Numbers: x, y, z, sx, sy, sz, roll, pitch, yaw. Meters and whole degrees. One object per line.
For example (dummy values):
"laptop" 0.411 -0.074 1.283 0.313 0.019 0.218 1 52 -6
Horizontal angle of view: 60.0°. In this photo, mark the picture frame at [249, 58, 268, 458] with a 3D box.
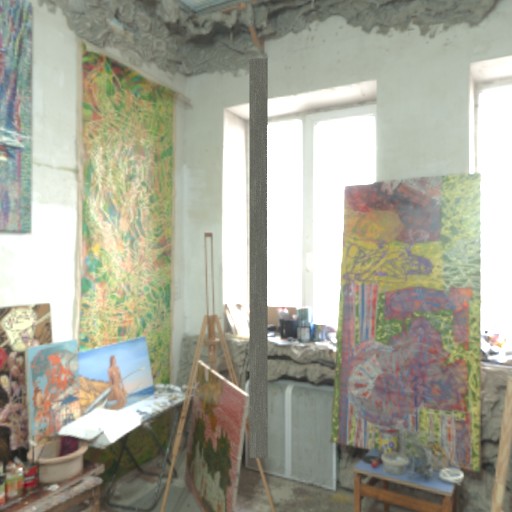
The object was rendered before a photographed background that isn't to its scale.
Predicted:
"picture frame" 0.000 0.000 1.184 0.029 0.640 0.950 0 1 0
